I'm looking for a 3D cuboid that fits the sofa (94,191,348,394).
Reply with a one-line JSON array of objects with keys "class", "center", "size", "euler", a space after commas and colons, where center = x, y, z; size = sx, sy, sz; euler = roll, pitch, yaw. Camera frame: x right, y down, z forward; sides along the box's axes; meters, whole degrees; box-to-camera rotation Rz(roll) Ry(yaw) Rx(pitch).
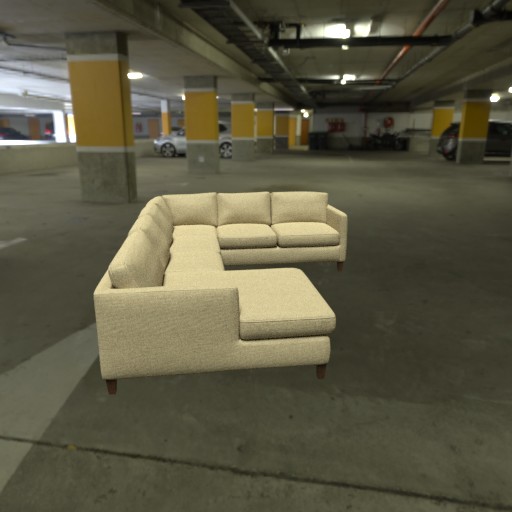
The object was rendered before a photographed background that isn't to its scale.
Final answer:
[{"class": "sofa", "center": [0.000, 0.000, 4.654], "size": [2.593, 0.959, 3.460], "euler": [-2, 16, -7]}]
